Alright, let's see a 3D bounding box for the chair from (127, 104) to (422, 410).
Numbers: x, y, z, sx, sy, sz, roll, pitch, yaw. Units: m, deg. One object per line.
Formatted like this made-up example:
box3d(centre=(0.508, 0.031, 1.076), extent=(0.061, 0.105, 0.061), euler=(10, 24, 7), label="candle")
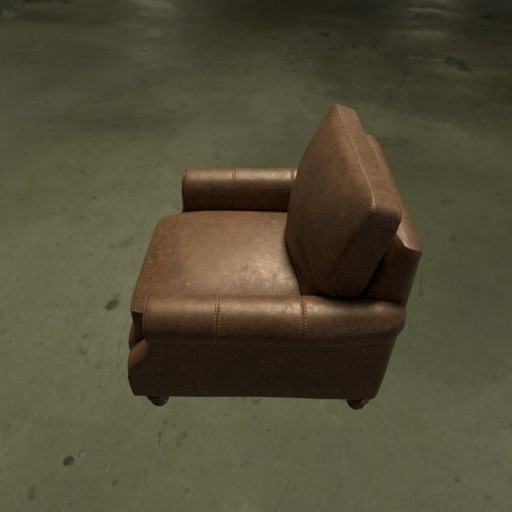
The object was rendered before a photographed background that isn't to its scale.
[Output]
box3d(centre=(0.000, 0.000, 1.781), extent=(1.002, 0.976, 0.996), euler=(1, 40, 1), label="chair")
